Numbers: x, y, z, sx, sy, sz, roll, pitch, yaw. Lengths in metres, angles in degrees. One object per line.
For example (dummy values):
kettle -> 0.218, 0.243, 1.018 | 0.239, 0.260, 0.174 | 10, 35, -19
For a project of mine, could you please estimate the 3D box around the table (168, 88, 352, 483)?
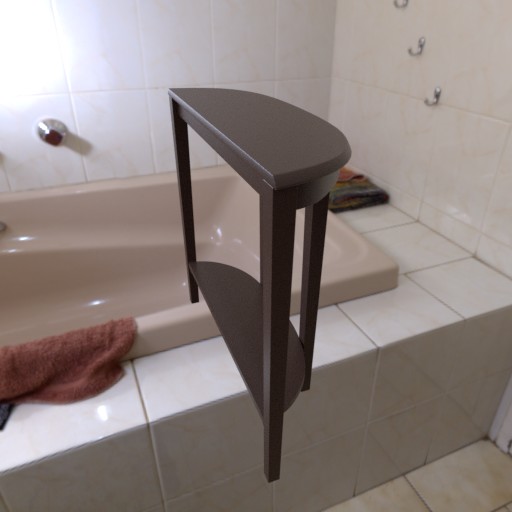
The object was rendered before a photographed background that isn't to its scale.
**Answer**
table -> 0.000, 0.000, 1.323 | 0.274, 0.831, 0.909 | -11, 32, -18
